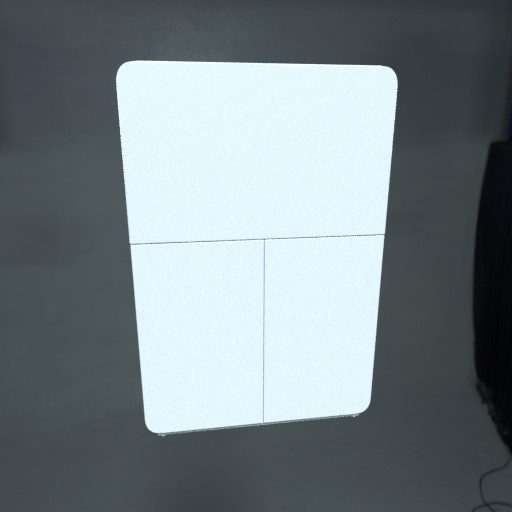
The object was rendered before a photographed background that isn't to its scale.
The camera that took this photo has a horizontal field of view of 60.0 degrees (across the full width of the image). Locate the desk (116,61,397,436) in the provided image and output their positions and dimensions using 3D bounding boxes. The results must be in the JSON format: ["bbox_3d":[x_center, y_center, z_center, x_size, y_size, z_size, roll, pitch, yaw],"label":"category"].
[{"bbox_3d":[0.000,0.000,1.523,0.795,1.190,0.278,-3,17,-8],"label":"desk"}]
